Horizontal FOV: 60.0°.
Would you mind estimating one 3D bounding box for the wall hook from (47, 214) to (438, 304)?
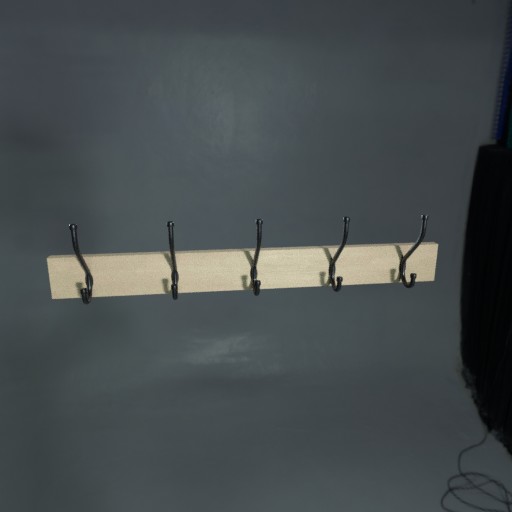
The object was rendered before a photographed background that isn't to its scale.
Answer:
[{"bbox_3d":[0.000,0.000,0.624,0.571,0.117,0.071,-2,16,-8],"label":"wall hook"}]
